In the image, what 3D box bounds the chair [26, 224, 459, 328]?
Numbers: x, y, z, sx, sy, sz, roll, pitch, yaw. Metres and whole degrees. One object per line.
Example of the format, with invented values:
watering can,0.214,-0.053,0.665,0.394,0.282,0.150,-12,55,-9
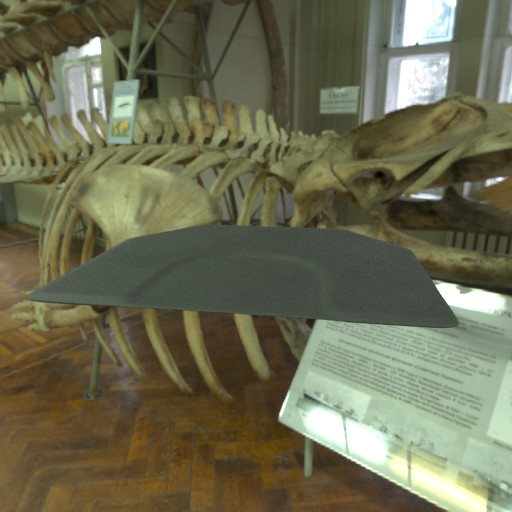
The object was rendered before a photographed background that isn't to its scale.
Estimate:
chair,0.000,0.000,1.917,1.372,0.024,1.219,3,16,9
